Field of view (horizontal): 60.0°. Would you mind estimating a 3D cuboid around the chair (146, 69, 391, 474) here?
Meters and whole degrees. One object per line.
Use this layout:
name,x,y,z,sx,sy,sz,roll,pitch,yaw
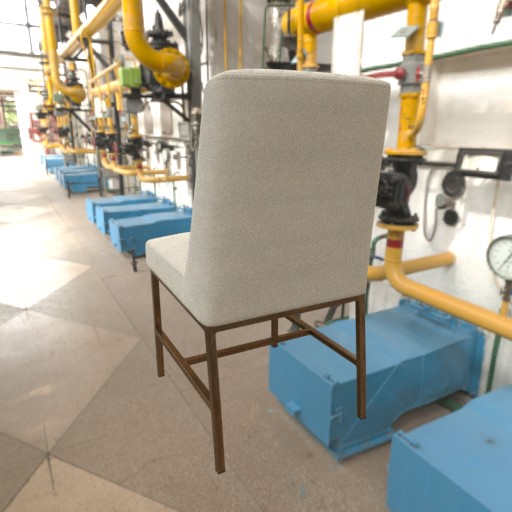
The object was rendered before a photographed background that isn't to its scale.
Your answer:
chair,0.000,0.000,1.281,0.503,0.933,0.597,-8,18,-27
